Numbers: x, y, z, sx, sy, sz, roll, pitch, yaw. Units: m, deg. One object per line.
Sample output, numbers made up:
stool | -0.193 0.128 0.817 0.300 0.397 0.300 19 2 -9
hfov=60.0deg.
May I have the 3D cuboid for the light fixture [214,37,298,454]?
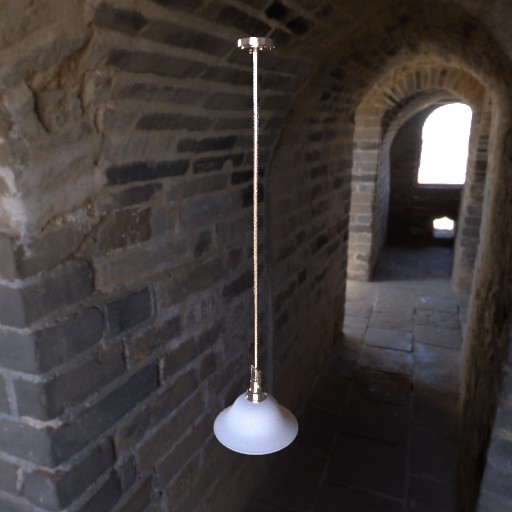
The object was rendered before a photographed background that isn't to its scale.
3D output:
light fixture | 0.000 0.000 1.526 0.324 1.354 0.324 -7 17 -25
